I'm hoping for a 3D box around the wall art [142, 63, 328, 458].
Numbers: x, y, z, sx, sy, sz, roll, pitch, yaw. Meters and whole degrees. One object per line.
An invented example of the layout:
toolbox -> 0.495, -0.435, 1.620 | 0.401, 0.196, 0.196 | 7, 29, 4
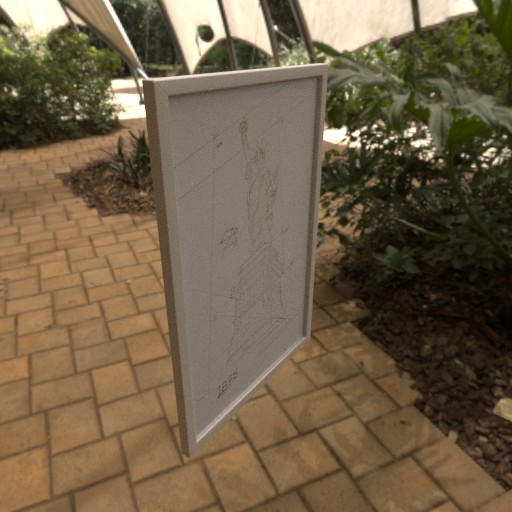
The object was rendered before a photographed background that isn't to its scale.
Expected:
wall art -> 0.000, 0.000, 1.047 | 0.026, 0.813, 0.556 | 18, 32, 32
